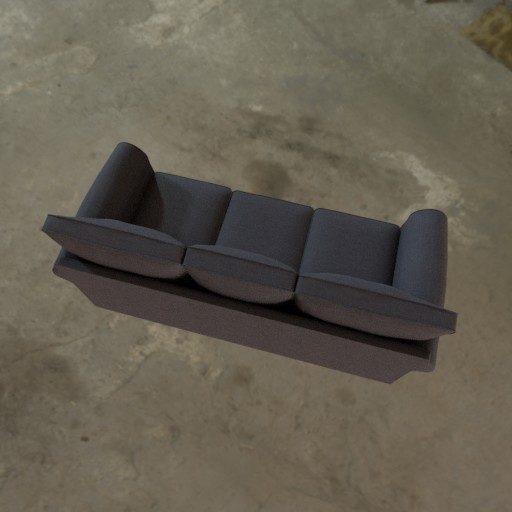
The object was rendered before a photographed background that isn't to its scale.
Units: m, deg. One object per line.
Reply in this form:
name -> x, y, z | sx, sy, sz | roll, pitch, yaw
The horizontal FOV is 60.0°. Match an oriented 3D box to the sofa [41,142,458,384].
sofa -> 0.000, 0.000, 2.617 | 2.084, 0.966, 0.909 | 13, 64, 7
